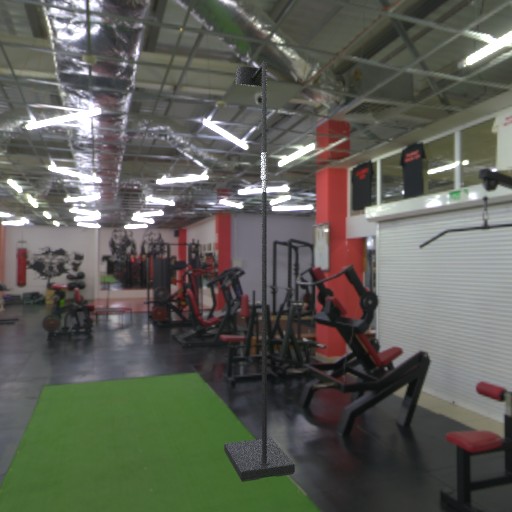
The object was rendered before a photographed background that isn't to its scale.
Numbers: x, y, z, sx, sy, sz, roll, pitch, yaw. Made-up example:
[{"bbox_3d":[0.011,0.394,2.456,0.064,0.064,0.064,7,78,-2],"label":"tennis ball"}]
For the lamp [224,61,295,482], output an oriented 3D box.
[{"bbox_3d":[0.000,0.000,1.748,0.203,1.600,0.304,0,-1,-17],"label":"lamp"}]
